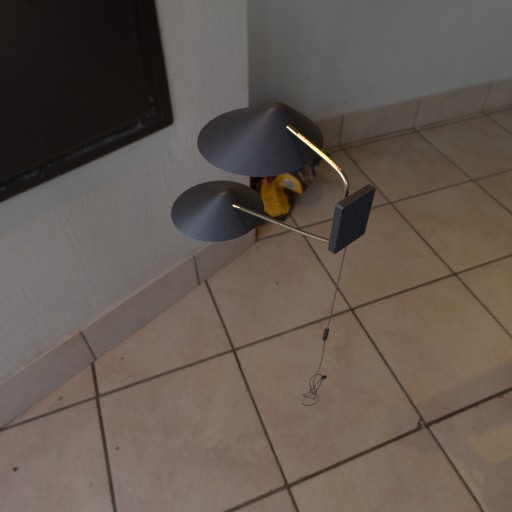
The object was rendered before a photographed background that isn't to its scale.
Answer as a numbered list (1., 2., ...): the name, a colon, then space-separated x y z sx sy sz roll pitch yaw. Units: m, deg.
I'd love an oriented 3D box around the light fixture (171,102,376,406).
1. light fixture: 0.000 0.000 0.857 0.189 0.665 0.422 -32 55 -26
